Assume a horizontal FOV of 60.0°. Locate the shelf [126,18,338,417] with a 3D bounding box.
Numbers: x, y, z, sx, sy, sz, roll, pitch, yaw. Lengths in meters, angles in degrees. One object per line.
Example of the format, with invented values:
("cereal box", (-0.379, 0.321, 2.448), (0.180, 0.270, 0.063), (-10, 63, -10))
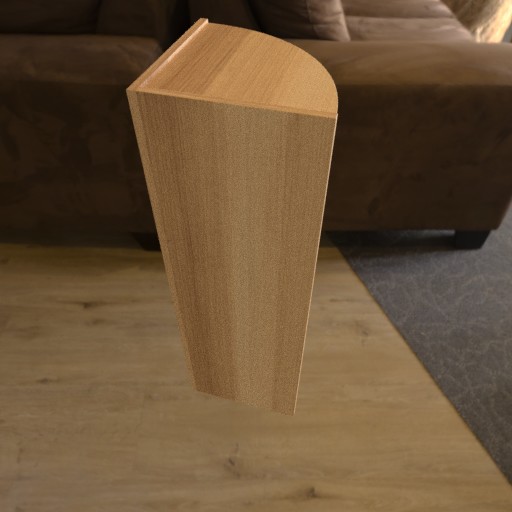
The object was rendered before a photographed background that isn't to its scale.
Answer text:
("shelf", (0.000, 0.000, 0.994), (0.290, 0.872, 0.290), (11, 47, 11))
